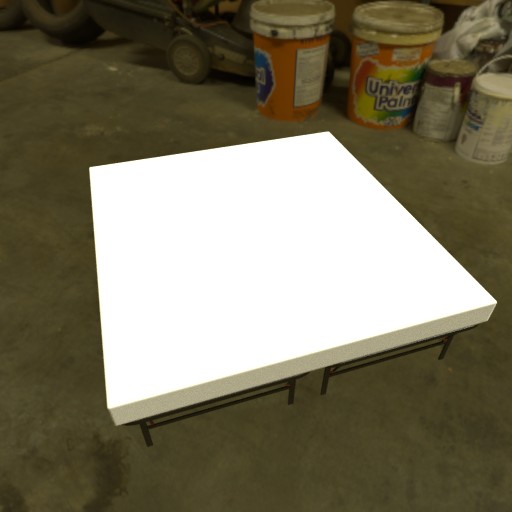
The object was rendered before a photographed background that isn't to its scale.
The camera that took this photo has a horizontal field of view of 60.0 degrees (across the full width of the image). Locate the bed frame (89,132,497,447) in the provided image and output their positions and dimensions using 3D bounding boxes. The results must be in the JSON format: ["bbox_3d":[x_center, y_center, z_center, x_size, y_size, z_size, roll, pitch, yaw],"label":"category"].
[{"bbox_3d":[0.000,0.000,2.942,1.930,0.559,2.032,-12,43,-13],"label":"bed frame"}]
